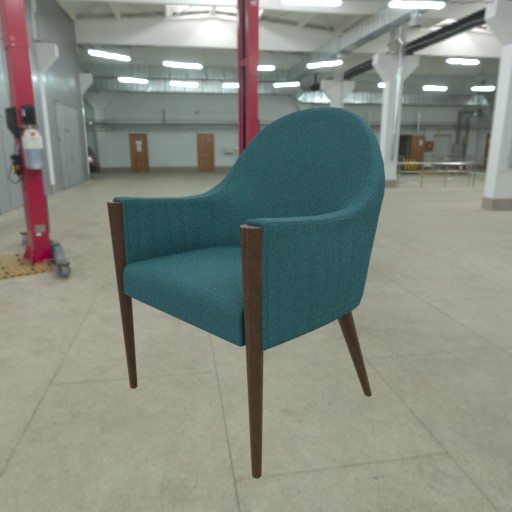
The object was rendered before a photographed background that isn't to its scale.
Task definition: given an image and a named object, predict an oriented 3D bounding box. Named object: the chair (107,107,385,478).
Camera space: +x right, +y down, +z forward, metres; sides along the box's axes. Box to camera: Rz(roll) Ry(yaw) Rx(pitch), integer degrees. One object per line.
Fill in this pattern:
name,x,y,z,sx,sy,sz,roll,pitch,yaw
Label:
chair,0.000,0.000,1.367,0.656,0.907,0.652,14,19,43
